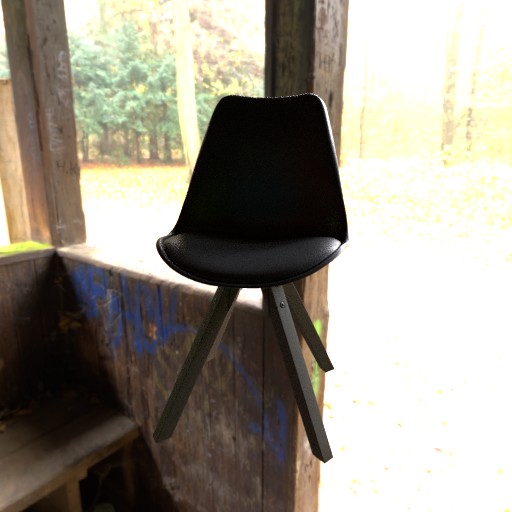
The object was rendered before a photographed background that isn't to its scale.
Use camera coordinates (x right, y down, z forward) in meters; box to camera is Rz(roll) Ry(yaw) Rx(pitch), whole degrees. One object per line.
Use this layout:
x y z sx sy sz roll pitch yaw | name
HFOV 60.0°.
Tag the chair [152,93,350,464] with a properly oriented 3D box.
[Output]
0.000 0.000 1.183 0.485 0.850 0.530 3 16 9 | chair
